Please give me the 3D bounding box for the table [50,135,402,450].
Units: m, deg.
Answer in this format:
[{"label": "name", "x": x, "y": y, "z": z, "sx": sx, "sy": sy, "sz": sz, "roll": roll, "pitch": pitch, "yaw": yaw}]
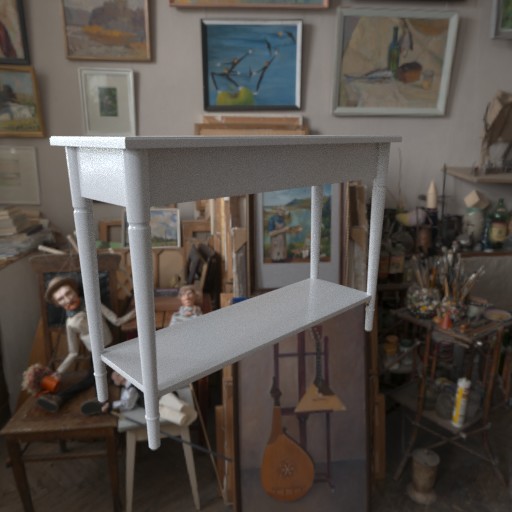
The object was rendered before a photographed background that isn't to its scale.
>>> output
[{"label": "table", "x": 0.000, "y": 0.000, "z": 1.431, "sx": 1.067, "sy": 0.749, "sz": 0.381, "roll": -15, "pitch": 21, "yaw": -42}]
